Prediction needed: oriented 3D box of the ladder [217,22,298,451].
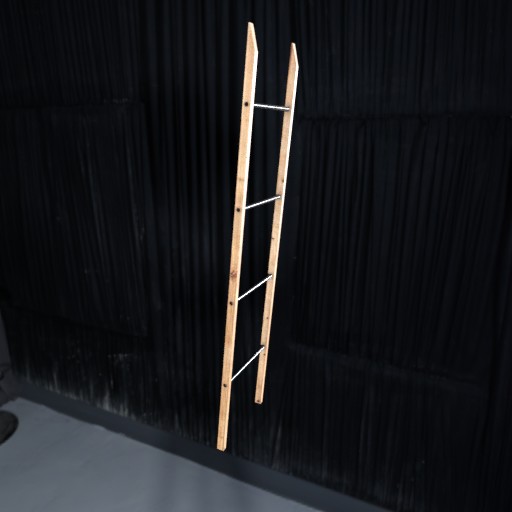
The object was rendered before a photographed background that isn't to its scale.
[{"bbox_3d":[0.000,0.000,1.995,0.200,1.805,0.442,7,17,24],"label":"ladder"}]
